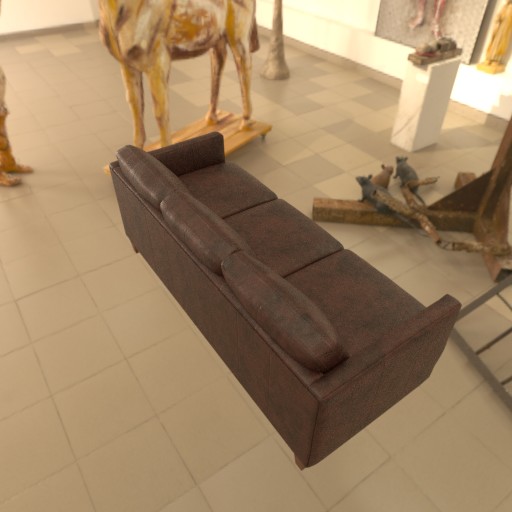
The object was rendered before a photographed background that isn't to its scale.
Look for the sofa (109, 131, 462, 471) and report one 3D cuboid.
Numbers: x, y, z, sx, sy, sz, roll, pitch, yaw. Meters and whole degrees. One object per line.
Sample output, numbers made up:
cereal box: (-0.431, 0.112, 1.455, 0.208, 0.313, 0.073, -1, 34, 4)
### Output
sofa: (0.000, 0.000, 3.034, 1.045, 1.006, 2.464, -25, 47, -26)
